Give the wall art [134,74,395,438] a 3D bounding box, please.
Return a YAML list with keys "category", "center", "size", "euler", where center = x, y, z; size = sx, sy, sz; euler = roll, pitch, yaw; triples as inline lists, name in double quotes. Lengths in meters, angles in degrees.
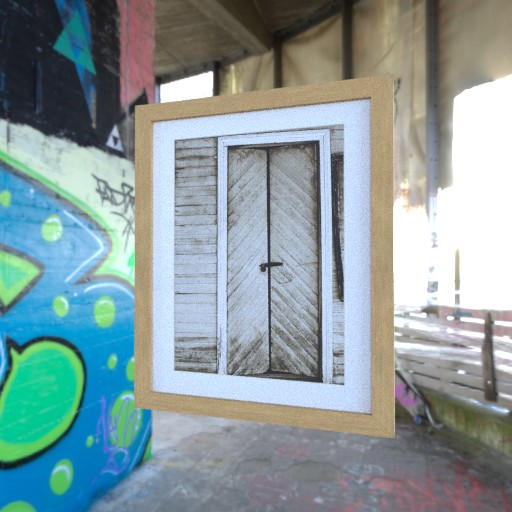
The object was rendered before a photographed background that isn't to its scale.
- category: "wall art"
  center: [0.000, 0.000, 0.524]
  size: [0.312, 0.380, 0.030]
  euler: [0, -1, 18]
